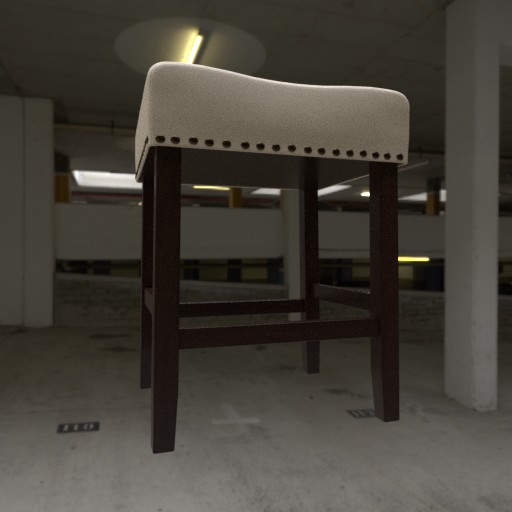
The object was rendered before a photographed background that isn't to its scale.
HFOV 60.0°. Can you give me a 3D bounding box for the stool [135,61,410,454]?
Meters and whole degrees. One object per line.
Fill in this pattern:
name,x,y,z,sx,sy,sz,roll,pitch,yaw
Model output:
stool,0.000,0.000,0.925,0.471,0.609,0.401,0,1,-18
